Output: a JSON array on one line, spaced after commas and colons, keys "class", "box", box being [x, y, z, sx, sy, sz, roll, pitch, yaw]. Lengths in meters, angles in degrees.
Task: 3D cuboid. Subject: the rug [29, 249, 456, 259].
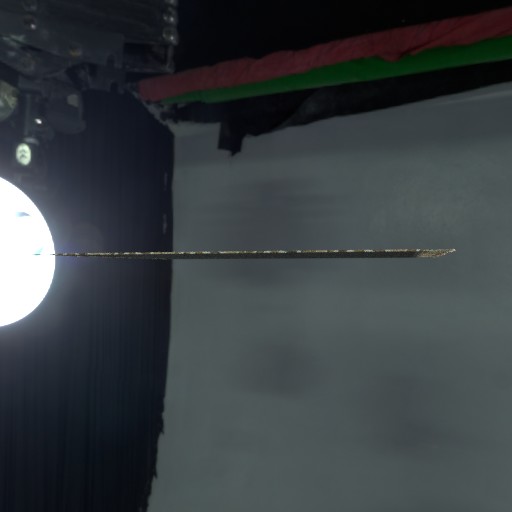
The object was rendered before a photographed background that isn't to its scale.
[{"class": "rug", "box": [0.000, 0.000, 2.336, 1.829, 0.008, 1.219, 0, -1, 19]}]
